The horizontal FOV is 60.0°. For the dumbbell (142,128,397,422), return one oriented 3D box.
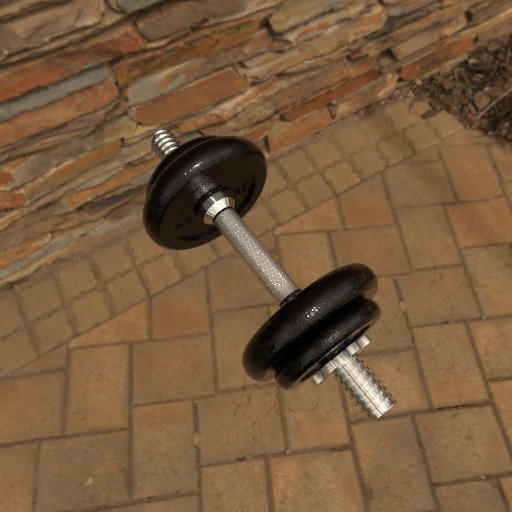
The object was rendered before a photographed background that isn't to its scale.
[{"bbox_3d":[0.000,0.000,0.597,0.202,0.202,0.497,-33,69,-15],"label":"dumbbell"}]
